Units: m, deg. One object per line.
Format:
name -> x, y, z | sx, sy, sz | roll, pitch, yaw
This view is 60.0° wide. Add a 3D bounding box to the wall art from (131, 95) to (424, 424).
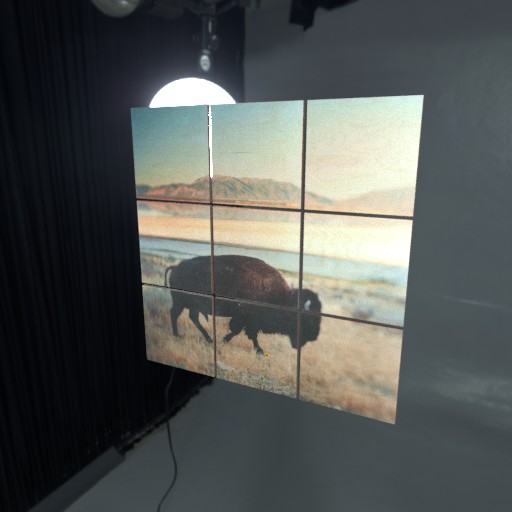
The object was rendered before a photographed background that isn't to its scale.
wall art -> 0.000, 0.000, 1.378 | 0.906, 0.904, 0.018 | 7, 16, 25
